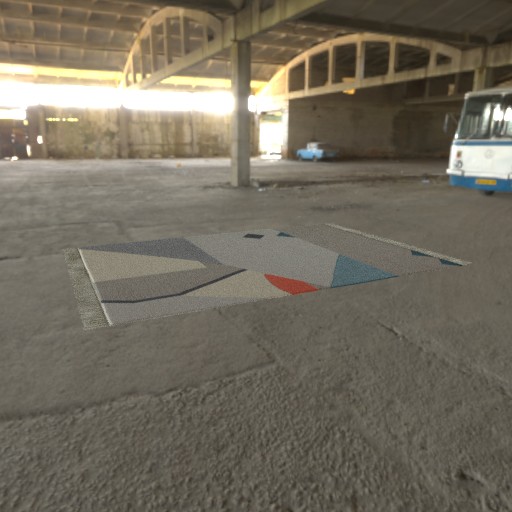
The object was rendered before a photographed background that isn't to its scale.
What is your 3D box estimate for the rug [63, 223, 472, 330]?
[{"bbox_3d":[0.000,0.000,2.346,1.828,0.005,1.220,-7,16,-25],"label":"rug"}]
